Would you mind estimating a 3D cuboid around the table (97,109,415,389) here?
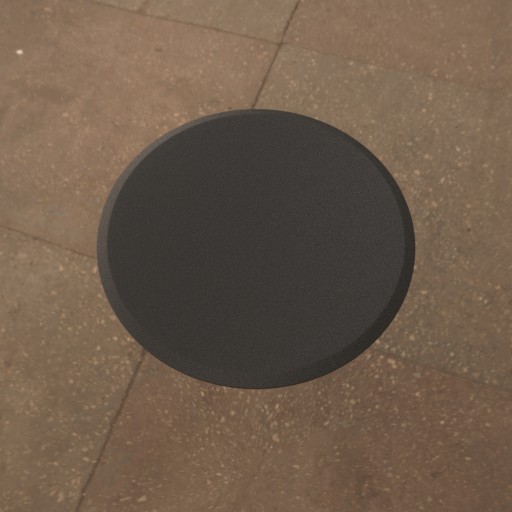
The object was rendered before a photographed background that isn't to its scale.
[{"bbox_3d":[0.000,0.000,1.436,0.900,0.400,0.900,0,63,0],"label":"table"}]
